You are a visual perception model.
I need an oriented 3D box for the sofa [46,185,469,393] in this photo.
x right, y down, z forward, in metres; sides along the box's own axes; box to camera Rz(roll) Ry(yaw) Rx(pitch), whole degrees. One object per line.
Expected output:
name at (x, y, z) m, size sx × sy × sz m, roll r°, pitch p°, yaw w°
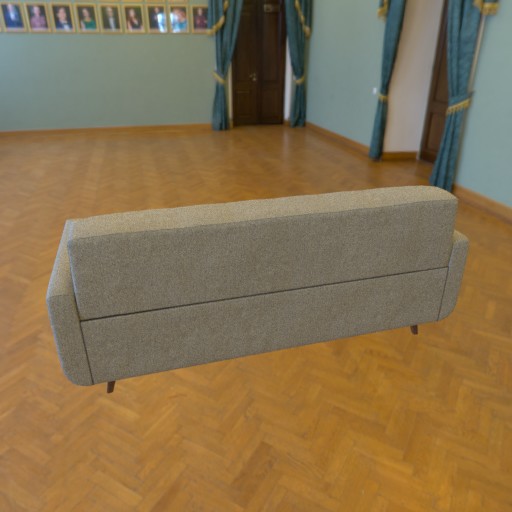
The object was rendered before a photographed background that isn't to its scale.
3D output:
sofa at (0.000, 0.000, 2.524) m, size 2.055 × 0.873 × 0.968 m, roll -7°, pitch 27°, yaw -15°
